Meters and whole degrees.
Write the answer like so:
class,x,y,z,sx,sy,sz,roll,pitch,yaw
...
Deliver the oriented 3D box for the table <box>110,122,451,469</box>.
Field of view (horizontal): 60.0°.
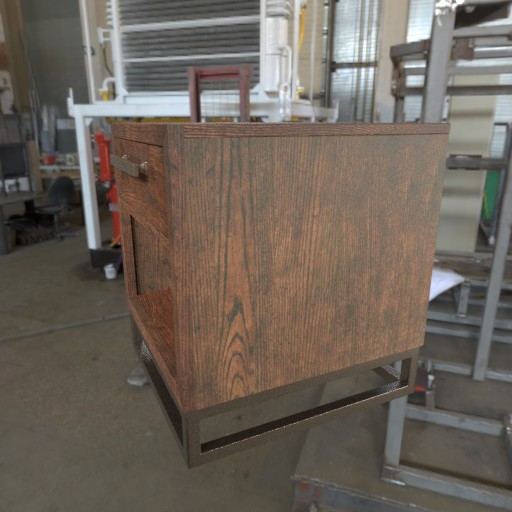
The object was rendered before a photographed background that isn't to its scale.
class,x,y,z,sx,sy,sz,roll,pitch,yaw
table,0.000,0.000,1.012,0.566,0.582,0.506,-8,19,-25
